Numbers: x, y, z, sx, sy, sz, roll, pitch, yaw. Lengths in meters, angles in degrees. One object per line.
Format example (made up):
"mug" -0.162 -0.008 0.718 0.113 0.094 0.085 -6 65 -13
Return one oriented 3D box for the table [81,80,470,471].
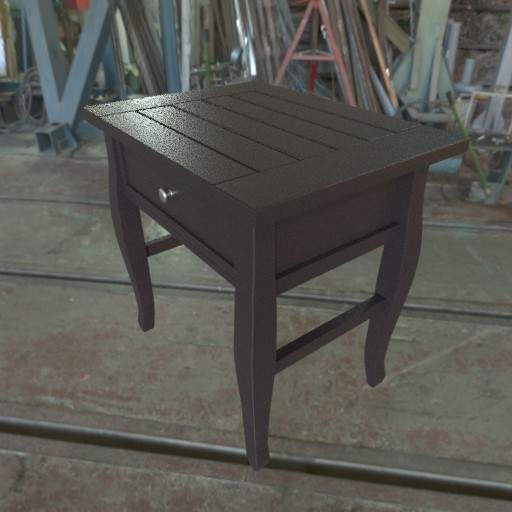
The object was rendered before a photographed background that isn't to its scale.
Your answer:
"table" 0.000 0.000 0.998 0.460 0.605 0.602 -22 39 -31
